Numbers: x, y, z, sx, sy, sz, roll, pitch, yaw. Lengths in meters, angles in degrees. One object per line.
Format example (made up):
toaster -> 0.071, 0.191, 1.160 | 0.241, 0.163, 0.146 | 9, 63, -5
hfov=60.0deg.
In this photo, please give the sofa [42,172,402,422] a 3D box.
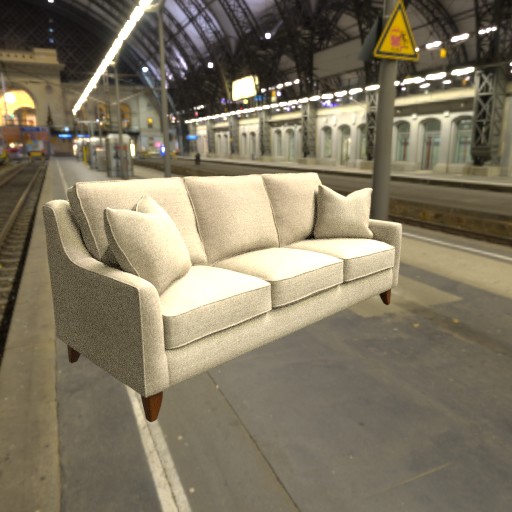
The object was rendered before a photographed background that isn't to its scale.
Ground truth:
sofa -> 0.000, 0.000, 2.572 | 0.865, 0.914, 2.031 | 13, 19, 43
